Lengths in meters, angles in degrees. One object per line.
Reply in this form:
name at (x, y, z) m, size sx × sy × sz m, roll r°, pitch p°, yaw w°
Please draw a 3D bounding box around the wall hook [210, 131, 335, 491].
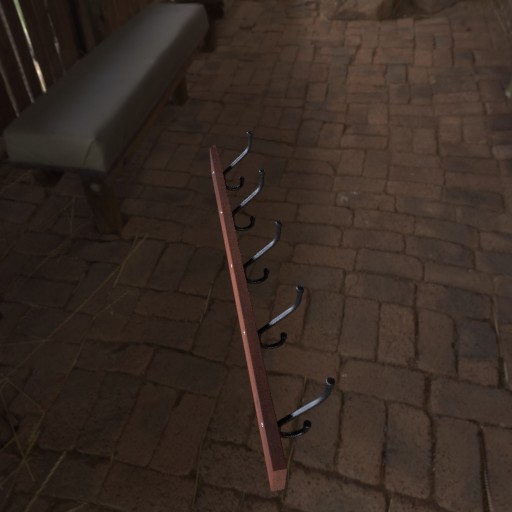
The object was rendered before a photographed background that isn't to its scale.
wall hook at (0.000, 0.000, 0.622) m, size 0.071 × 0.117 × 0.571 m, roll -7°, pitch 46°, yaw -7°
